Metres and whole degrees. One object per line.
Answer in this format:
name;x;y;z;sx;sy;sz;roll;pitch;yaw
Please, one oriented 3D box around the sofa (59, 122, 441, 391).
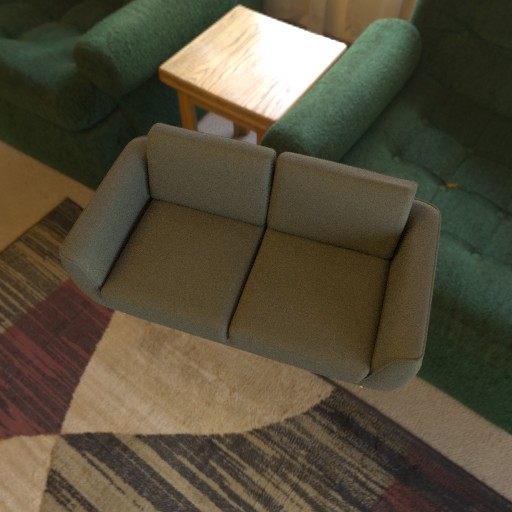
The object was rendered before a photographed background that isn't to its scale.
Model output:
sofa;0.000;0.000;2.279;1.700;0.850;0.920;15;59;9
